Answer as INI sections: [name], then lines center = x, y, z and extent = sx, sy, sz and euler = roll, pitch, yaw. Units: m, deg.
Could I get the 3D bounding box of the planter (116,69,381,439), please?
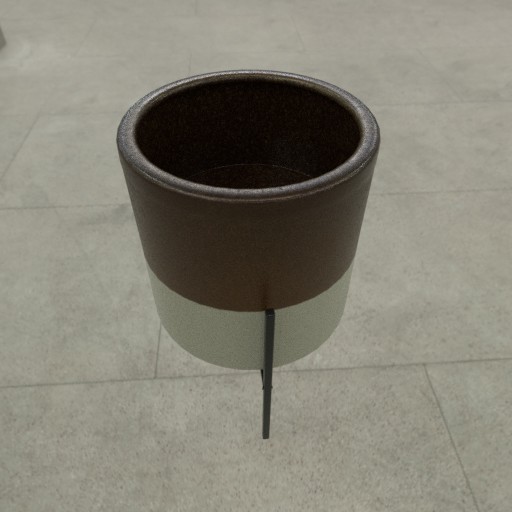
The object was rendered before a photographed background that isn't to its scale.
[planter]
center = 0.000, 0.000, 0.555
extent = 0.269, 0.375, 0.255
euler = -30, 52, -27
